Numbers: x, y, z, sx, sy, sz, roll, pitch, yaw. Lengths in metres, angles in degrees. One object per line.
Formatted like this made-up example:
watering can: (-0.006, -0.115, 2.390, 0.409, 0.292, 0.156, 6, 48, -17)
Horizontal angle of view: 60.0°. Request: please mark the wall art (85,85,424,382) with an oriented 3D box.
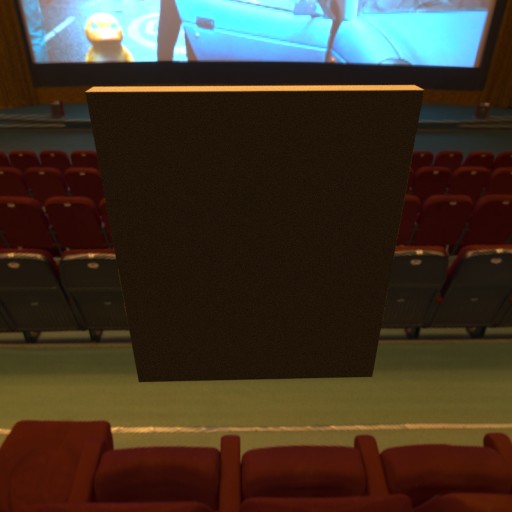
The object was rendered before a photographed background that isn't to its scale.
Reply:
wall art: (0.000, 0.000, 0.712, 0.435, 0.511, 0.037, -1, 30, -2)
